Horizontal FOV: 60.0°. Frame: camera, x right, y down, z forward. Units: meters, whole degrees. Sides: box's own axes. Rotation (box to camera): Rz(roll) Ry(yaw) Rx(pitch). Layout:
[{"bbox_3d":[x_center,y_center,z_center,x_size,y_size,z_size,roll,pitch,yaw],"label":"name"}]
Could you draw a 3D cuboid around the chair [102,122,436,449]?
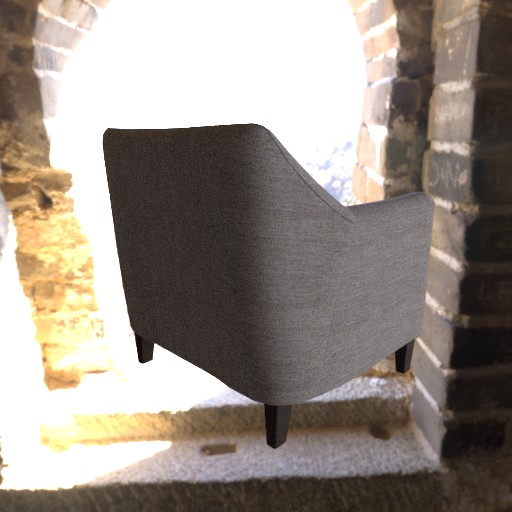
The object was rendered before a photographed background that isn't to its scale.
[{"bbox_3d":[0.000,0.000,1.365,0.796,0.761,0.758,14,21,43],"label":"chair"}]
